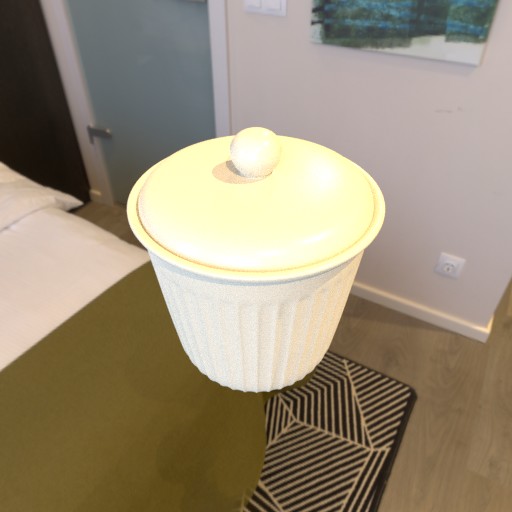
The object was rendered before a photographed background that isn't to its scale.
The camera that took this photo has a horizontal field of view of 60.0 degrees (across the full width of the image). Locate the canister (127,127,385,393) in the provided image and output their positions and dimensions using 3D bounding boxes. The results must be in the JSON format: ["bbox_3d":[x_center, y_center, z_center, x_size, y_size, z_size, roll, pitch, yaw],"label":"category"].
[{"bbox_3d":[0.000,0.000,0.355,0.181,0.211,0.181,0,40,0],"label":"canister"}]
